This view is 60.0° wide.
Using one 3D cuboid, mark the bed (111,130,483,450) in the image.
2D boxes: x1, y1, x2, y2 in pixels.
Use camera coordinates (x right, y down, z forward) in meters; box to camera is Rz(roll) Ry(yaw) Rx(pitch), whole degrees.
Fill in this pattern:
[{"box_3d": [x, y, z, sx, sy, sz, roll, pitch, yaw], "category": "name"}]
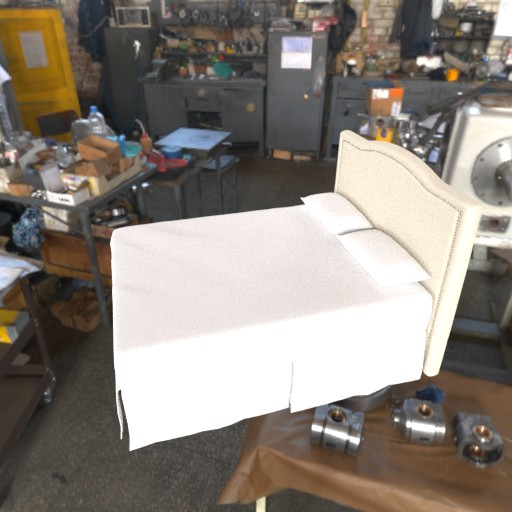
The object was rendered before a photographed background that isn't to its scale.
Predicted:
[{"box_3d": [0.000, 0.000, 3.254, 2.196, 1.449, 1.741, -8, 31, -14], "category": "bed"}]
